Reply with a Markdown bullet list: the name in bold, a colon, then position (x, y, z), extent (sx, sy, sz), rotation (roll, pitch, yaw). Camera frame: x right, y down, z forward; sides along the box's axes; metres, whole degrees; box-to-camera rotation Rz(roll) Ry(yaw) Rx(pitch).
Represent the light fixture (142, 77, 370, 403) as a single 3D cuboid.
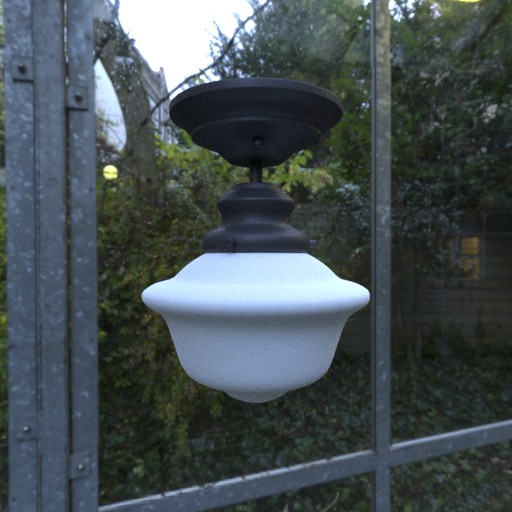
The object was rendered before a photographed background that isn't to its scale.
- **light fixture**: position (0.000, 0.000, 0.391), extent (0.197, 0.254, 0.197), rotation (0, 0, 0)
